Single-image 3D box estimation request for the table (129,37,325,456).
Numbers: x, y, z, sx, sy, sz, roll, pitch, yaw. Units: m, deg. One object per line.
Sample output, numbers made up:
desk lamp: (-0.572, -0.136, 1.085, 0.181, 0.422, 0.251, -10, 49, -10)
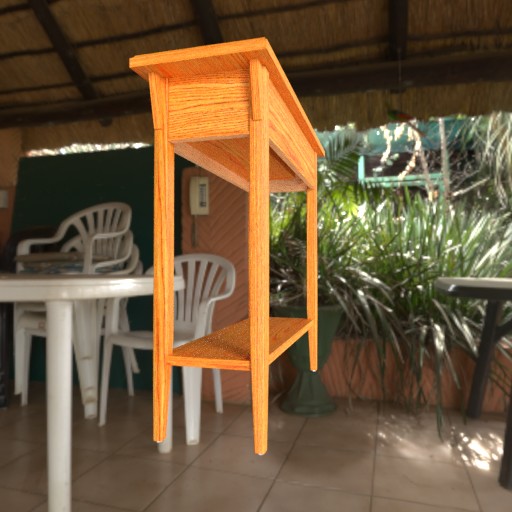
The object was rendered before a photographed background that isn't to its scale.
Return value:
table: (0.000, 0.000, 1.119, 0.254, 0.711, 0.762, 0, -1, 16)
